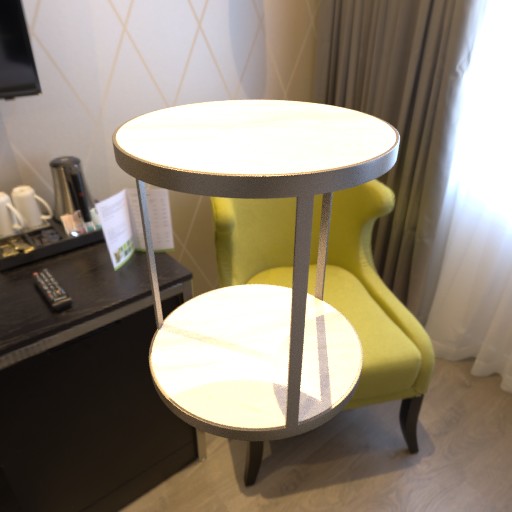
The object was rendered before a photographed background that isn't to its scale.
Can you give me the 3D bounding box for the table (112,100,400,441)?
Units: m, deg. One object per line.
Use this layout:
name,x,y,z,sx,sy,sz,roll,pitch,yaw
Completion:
table,0.000,0.000,0.832,0.445,0.479,0.445,0,30,0
